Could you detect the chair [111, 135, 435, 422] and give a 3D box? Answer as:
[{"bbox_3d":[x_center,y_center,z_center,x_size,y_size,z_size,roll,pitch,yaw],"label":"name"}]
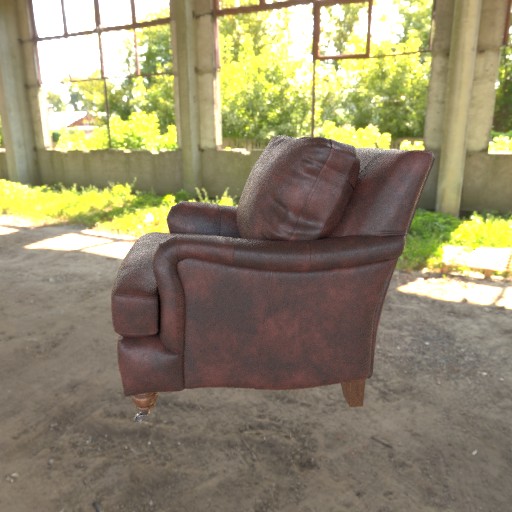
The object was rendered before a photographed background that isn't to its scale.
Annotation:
[{"bbox_3d":[0.000,0.000,1.995,1.156,1.051,0.987,-2,15,-7],"label":"chair"}]
